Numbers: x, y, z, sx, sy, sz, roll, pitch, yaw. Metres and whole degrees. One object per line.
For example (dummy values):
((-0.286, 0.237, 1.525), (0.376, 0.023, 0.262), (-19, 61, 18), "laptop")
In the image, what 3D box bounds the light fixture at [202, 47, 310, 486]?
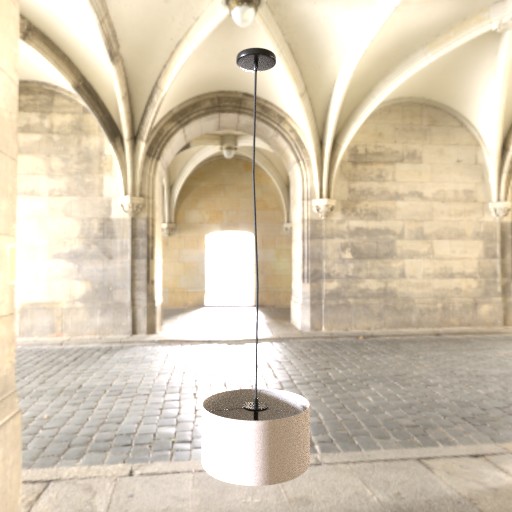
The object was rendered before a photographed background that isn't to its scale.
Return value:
((0.000, 0.000, 1.669), (0.399, 1.516, 0.399), (0, -2, 0), "light fixture")
